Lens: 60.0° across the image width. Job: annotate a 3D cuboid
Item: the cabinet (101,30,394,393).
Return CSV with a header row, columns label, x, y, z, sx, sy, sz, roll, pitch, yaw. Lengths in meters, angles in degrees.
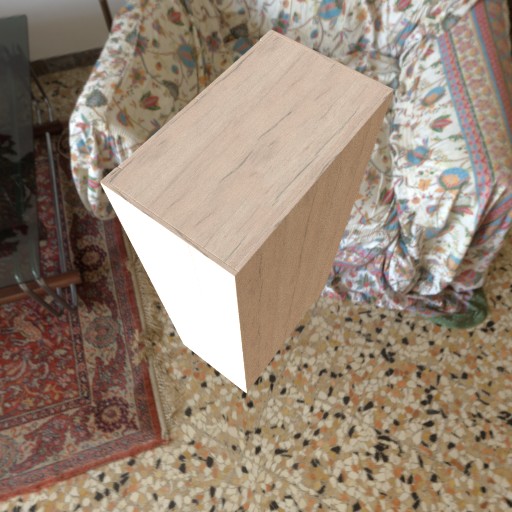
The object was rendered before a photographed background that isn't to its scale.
label,x,y,z,sx,sy,sz,roll,pitch,yaw
cabinet,0.000,0.000,2.444,0.580,1.930,0.980,34,68,16
